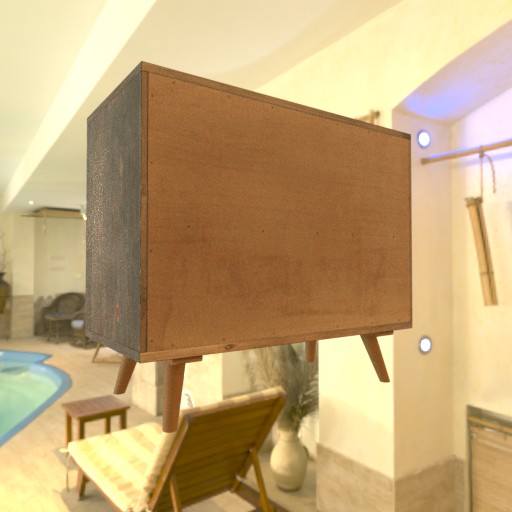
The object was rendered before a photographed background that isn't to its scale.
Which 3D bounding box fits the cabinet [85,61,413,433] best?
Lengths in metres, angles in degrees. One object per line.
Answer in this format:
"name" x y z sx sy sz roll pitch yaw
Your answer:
"cabinet" 0.000 0.000 1.540 1.023 0.897 0.529 1 -2 -35
